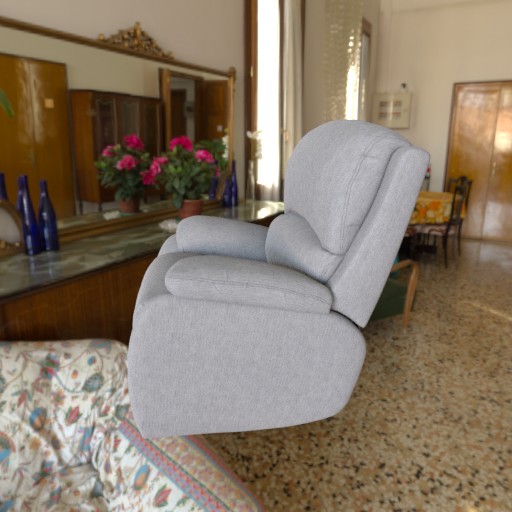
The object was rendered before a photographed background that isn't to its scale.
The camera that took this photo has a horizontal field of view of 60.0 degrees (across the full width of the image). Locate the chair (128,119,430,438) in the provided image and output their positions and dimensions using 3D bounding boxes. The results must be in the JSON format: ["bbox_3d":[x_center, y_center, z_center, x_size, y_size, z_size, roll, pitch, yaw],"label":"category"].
[{"bbox_3d":[0.000,0.000,1.708,0.899,1.011,0.930,-2,15,-7],"label":"chair"}]
